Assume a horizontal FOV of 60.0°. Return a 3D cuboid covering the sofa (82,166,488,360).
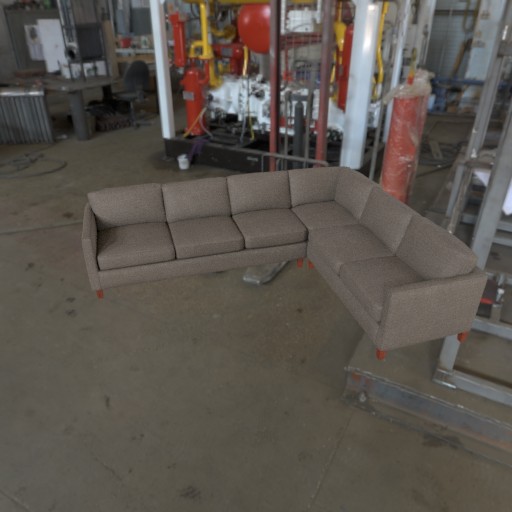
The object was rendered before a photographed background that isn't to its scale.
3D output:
[{"bbox_3d":[0.000,0.000,4.428,3.302,0.947,2.593,-8,31,-14],"label":"sofa"}]
